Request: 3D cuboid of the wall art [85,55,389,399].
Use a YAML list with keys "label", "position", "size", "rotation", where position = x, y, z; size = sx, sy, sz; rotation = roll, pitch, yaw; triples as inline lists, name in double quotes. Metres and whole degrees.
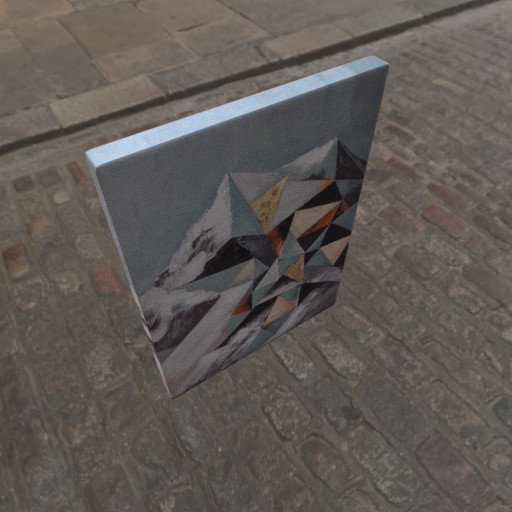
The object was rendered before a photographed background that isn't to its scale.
- label: "wall art"
  position: [0.000, 0.000, 0.813]
  size: [0.455, 0.613, 0.037]
  rotation: [-26, 53, -22]
